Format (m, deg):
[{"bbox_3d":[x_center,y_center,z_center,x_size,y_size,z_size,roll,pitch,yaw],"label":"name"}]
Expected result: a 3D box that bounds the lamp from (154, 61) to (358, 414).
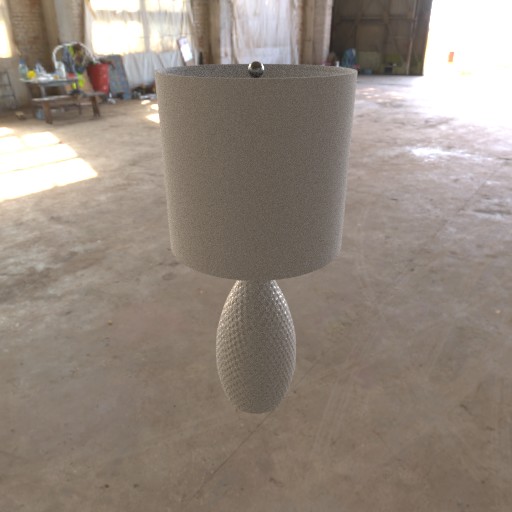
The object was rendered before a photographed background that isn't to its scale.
[{"bbox_3d":[0.000,0.000,0.578,0.214,0.466,0.214,-16,31,-30],"label":"lamp"}]
